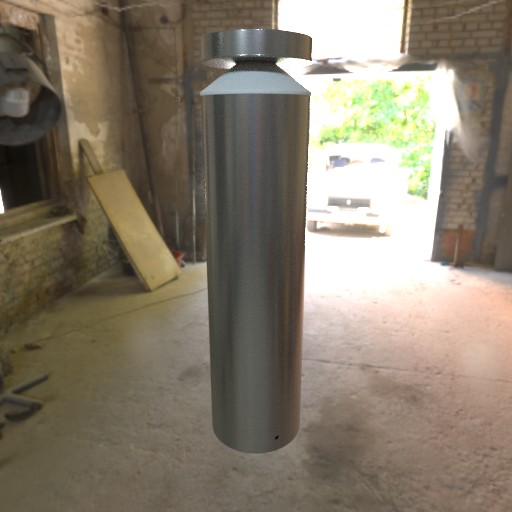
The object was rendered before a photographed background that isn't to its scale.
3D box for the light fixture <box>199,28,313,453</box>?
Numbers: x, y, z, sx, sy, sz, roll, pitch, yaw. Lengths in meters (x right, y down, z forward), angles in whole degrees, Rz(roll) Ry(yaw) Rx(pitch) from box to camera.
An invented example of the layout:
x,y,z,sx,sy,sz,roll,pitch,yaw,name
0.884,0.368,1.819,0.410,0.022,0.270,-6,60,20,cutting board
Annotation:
x,y,z,sx,sy,sz,roll,pitch,yaw,name
0.000,0.000,0.451,0.102,0.400,0.102,-8,19,-25,light fixture
